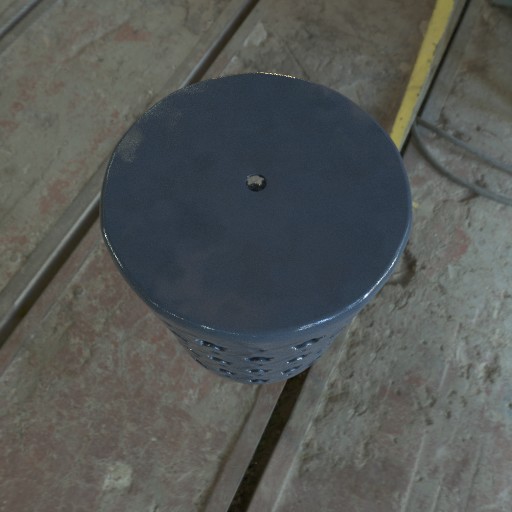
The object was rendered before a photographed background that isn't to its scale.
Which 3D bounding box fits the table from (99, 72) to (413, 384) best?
[{"bbox_3d":[0.000,0.000,0.664,0.352,0.387,0.352,0,65,0],"label":"table"}]
